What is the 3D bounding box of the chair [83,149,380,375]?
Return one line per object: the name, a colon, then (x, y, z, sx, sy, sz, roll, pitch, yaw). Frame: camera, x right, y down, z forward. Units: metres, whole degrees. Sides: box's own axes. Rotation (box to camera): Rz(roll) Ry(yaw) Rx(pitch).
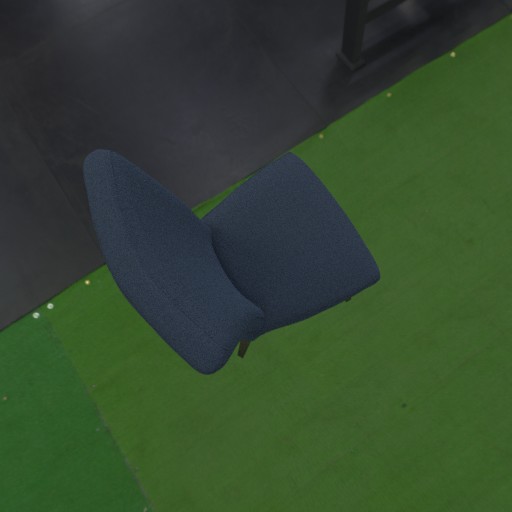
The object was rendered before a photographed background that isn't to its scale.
chair: (0.000, 0.000, 1.356, 0.660, 0.991, 0.520, -31, 77, -8)
